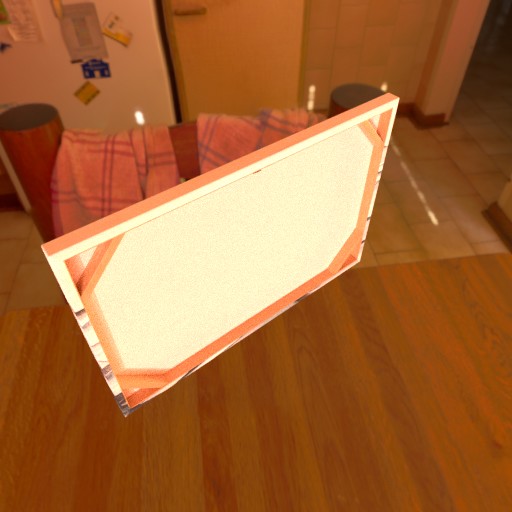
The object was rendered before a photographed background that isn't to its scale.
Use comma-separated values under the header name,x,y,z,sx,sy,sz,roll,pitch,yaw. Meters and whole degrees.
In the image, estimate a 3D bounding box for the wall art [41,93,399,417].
name,x,y,z,sx,sy,sz,roll,pitch,yaw
wall art,0.000,0.000,1.165,0.914,0.609,0.039,-30,53,-26
